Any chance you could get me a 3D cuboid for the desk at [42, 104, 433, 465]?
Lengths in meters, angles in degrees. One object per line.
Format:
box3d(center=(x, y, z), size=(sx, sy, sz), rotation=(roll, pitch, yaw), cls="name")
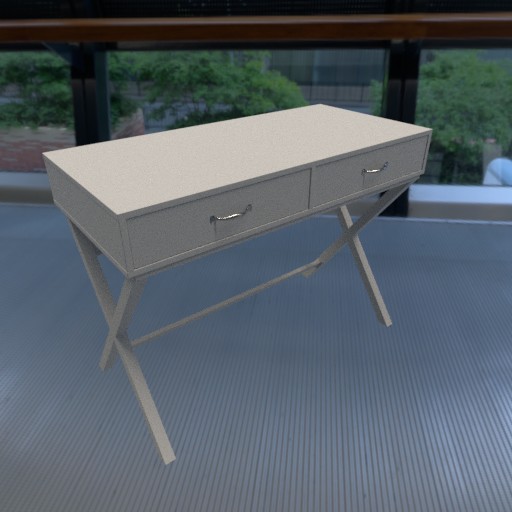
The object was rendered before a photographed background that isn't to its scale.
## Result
box3d(center=(0.000, 0.000, 1.495), size=(1.057, 0.780, 0.525), rotation=(-21, 36, -32), cls="desk")
